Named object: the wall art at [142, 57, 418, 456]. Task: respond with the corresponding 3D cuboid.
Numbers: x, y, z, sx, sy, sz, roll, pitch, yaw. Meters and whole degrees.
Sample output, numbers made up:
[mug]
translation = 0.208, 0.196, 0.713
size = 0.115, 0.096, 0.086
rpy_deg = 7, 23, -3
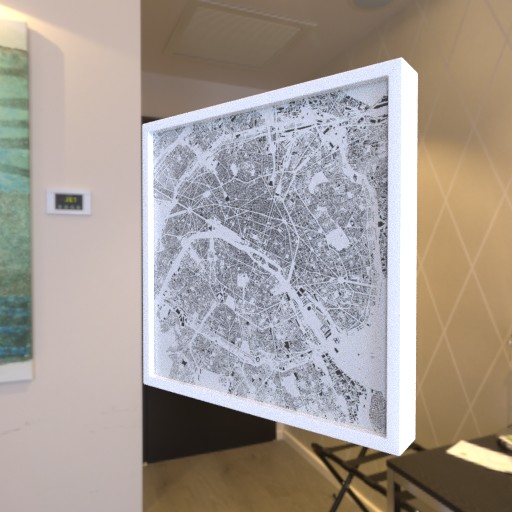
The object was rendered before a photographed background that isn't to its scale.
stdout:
[wall art]
translation = 0.000, 0.000, 0.443
size = 0.305, 0.305, 0.038
rpy_deg = 1, 1, 37
